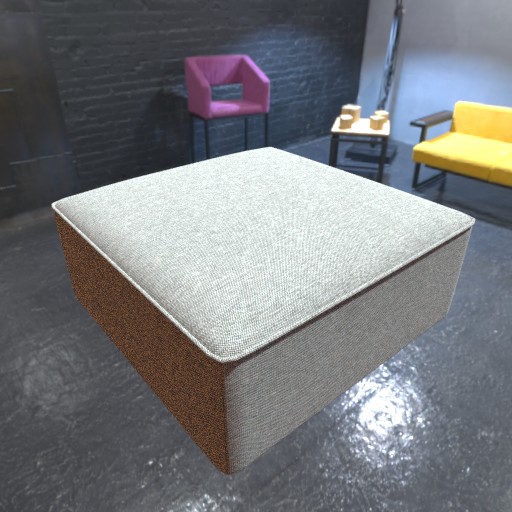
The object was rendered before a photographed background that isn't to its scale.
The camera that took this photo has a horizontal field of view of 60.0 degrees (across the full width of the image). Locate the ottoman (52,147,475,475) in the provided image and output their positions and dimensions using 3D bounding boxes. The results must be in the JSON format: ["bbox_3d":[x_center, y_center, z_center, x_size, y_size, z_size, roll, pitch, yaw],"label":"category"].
[{"bbox_3d":[0.000,0.000,1.529,1.005,0.455,1.005,-23,38,-33],"label":"ottoman"}]
